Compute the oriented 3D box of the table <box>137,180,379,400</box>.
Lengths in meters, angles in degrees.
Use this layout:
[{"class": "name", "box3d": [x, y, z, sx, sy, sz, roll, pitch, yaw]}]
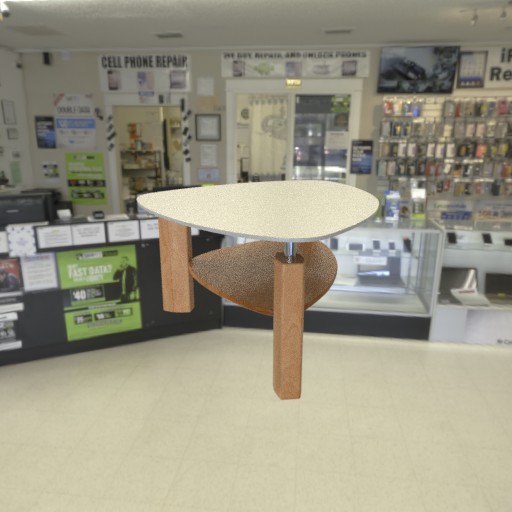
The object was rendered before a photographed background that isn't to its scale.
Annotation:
[{"class": "table", "box3d": [0.000, 0.000, 1.648, 0.850, 0.440, 1.250, 3, 16, 9]}]
